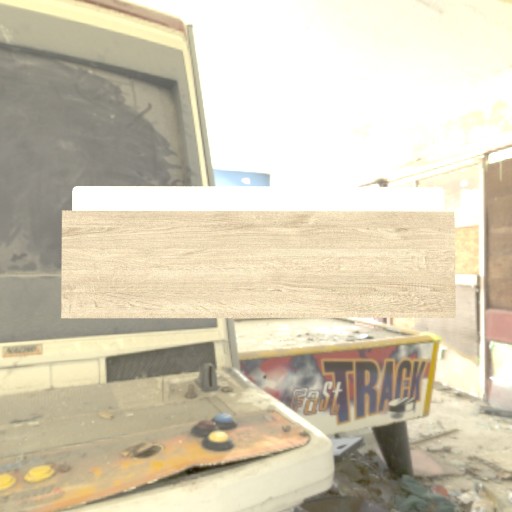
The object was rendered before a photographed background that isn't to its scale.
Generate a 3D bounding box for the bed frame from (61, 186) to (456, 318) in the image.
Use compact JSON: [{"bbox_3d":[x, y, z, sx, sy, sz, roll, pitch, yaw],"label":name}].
[{"bbox_3d":[0.000,0.000,2.602,1.448,0.490,1.944,0,-1,-1],"label":"bed frame"}]
